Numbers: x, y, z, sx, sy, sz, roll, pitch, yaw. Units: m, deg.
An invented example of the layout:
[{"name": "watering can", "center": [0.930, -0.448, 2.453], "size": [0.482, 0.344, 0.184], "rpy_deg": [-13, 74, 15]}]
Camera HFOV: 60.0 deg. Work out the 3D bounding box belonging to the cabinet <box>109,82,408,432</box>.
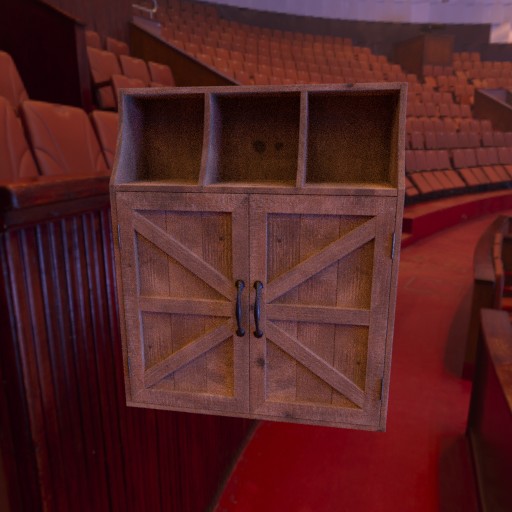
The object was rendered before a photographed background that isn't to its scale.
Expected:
[{"name": "cabinet", "center": [0.000, 0.000, 0.820], "size": [0.489, 0.590, 0.184], "rpy_deg": [2, 14, 9]}]
